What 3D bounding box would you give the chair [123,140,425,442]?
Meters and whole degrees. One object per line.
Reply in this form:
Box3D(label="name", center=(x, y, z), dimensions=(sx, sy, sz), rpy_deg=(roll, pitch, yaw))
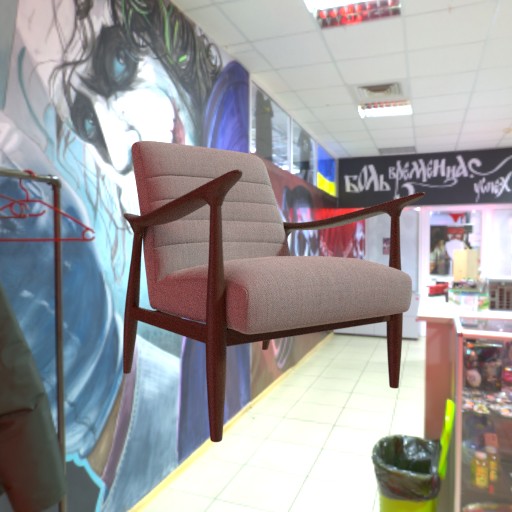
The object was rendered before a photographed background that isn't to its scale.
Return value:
Box3D(label="chair", center=(0.000, 0.000, 1.447), dimensions=(0.741, 0.832, 0.798), rpy_deg=(-1, 2, -36))
